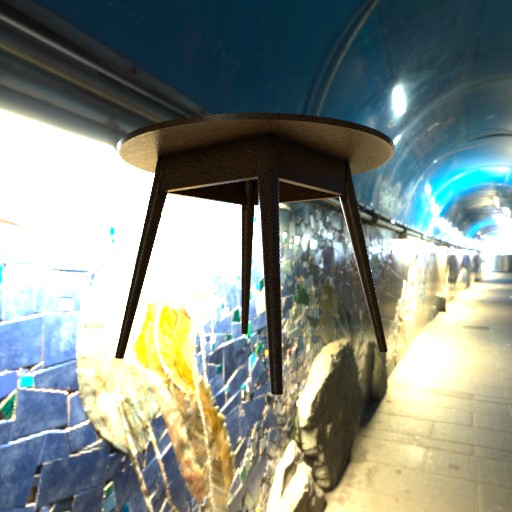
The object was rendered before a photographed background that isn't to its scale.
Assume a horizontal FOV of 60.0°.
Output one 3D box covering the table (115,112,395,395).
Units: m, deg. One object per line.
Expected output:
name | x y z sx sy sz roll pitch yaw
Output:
table | 0.000 0.000 1.757 1.053 0.786 1.053 0 -1 0
